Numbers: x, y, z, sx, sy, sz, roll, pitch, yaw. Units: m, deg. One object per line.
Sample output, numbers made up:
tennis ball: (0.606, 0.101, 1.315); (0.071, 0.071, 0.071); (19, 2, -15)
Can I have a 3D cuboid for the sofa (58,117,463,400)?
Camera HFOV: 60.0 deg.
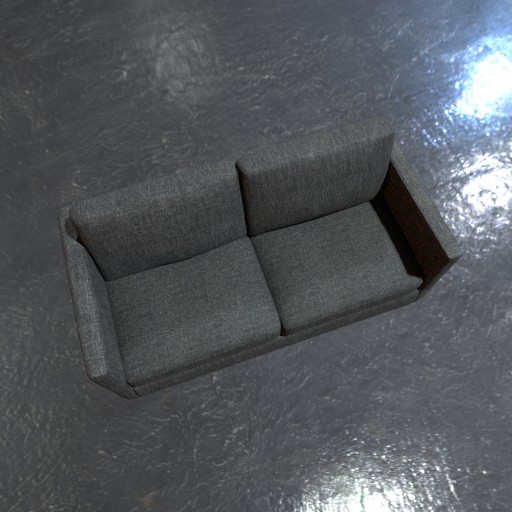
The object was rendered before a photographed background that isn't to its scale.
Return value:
sofa: (0.000, 0.000, 2.472); (1.884, 0.963, 0.950); (-17, 66, -8)
